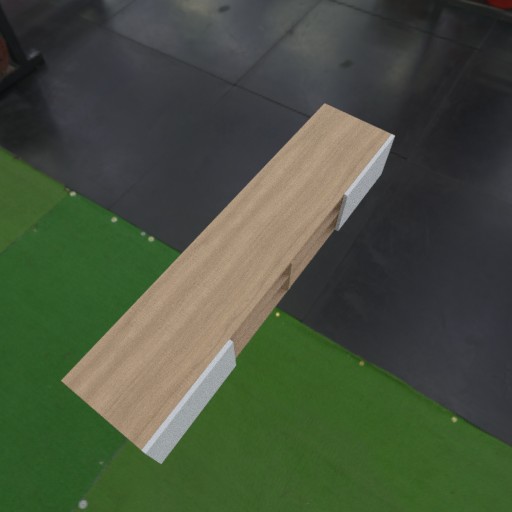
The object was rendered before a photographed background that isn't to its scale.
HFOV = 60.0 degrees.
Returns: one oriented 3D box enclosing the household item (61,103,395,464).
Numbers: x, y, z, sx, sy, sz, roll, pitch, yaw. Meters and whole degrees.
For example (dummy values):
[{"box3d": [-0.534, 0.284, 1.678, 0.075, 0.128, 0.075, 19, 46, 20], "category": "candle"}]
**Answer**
[{"box3d": [0.000, 0.000, 2.076, 0.420, 0.310, 1.850, 32, 64, 18], "category": "household item"}]
